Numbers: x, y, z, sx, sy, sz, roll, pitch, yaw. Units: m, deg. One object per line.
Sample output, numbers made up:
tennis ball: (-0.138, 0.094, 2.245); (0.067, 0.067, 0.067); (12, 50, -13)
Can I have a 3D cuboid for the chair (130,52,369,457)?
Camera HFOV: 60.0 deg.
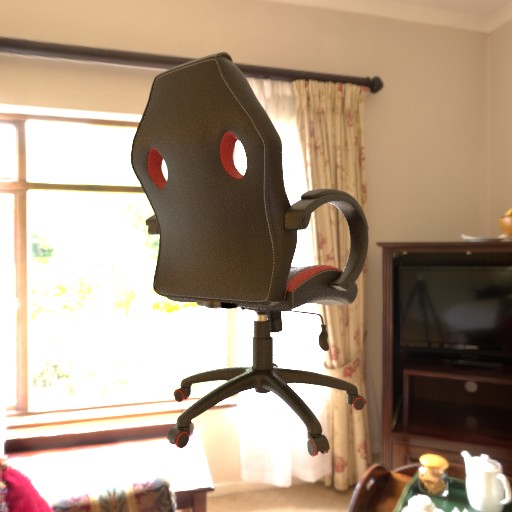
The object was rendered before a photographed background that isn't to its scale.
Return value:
chair: (0.000, 0.000, 1.646); (0.750, 1.189, 0.783); (0, 1, 36)
